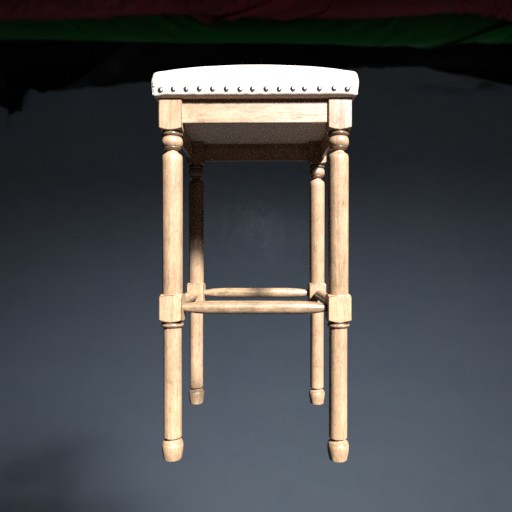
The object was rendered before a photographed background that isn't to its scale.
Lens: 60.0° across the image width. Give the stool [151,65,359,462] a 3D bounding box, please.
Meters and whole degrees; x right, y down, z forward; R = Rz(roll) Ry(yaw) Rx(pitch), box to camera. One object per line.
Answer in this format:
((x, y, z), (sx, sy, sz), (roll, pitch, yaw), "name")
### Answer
((0.000, 0.000, 0.998), (0.383, 0.768, 0.382), (0, 0, 1), "stool")
